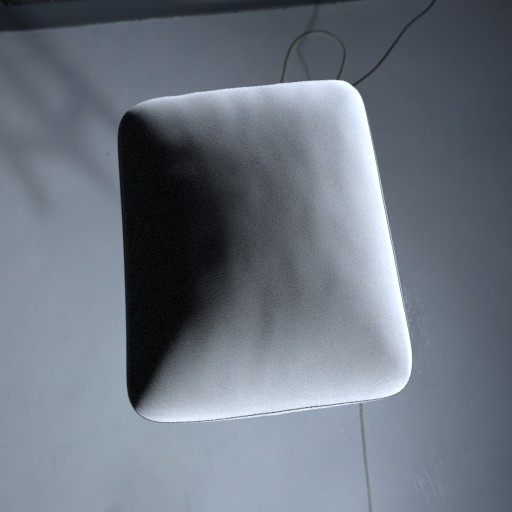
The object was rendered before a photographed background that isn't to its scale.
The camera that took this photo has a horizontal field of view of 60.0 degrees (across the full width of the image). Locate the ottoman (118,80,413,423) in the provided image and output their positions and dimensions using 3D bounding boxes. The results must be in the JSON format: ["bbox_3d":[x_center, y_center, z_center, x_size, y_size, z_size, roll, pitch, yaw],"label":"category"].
[{"bbox_3d":[0.000,0.000,1.135,0.593,0.478,0.747,-6,75,-2],"label":"ottoman"}]
